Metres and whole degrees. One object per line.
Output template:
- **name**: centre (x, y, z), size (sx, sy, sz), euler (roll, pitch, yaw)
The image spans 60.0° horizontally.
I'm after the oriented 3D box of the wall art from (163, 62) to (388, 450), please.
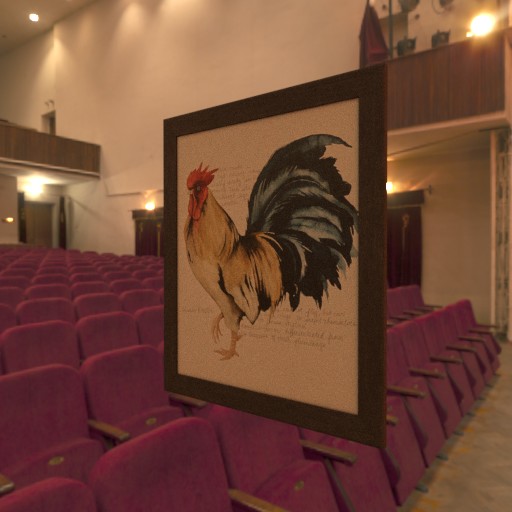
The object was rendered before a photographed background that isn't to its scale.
- **wall art**: centre (0.000, 0.000, 0.797), size (0.476, 0.570, 0.013), euler (0, 1, 36)
